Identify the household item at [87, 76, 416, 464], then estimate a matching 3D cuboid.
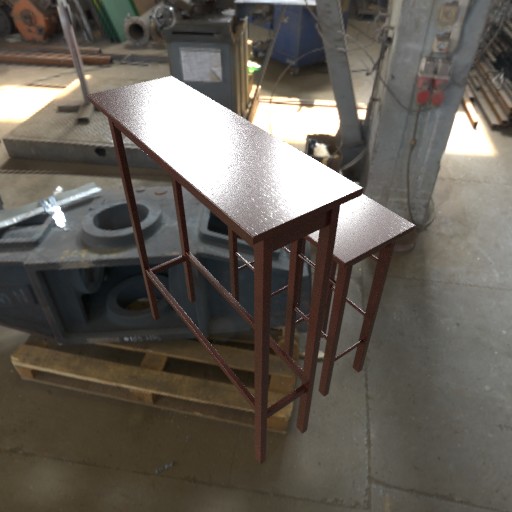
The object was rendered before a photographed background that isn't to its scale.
[{"bbox_3d":[0.000,0.000,1.636,0.676,1.067,0.914,-25,47,-27],"label":"household item"}]
